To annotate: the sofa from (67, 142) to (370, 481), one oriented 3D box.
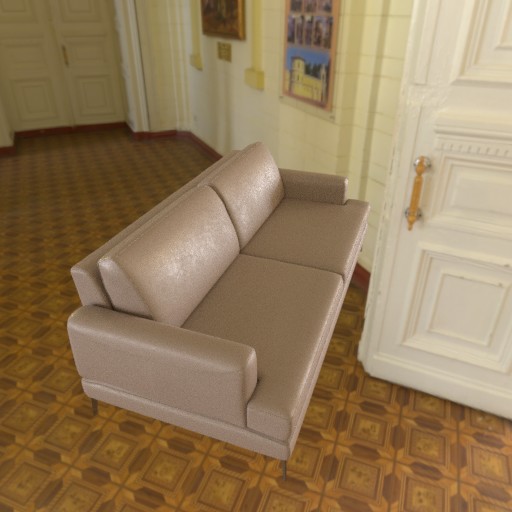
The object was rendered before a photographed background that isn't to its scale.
[{"bbox_3d":[0.000,0.000,2.389,0.974,0.765,1.940,11,32,17],"label":"sofa"}]
